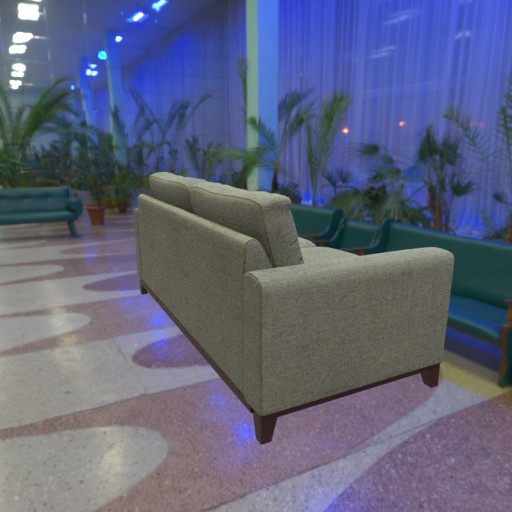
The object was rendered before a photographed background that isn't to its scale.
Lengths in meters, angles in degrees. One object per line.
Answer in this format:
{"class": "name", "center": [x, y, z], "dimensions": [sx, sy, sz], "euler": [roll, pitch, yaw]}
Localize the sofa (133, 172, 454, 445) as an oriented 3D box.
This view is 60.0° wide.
{"class": "sofa", "center": [0.000, 0.000, 2.550], "dimensions": [0.969, 0.892, 1.978], "euler": [-7, 16, -26]}
